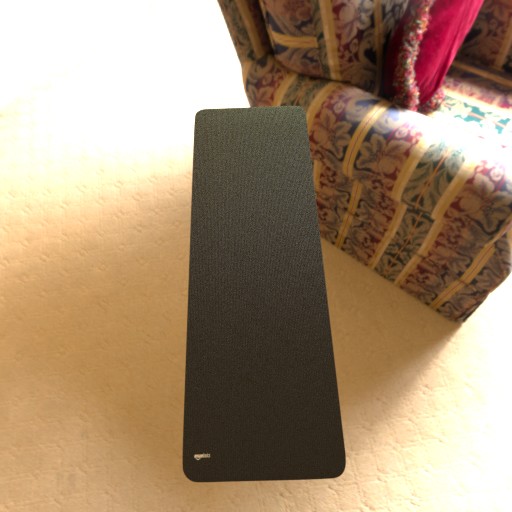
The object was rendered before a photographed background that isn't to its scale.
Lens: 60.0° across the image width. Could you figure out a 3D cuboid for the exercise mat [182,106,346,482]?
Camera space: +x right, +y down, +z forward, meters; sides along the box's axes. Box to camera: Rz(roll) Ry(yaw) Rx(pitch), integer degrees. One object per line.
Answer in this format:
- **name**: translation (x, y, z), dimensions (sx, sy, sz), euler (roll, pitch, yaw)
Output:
- **exercise mat**: translation (0.000, 0.000, 2.061), dimensions (0.616, 0.021, 1.869), euler (-2, 63, -1)
